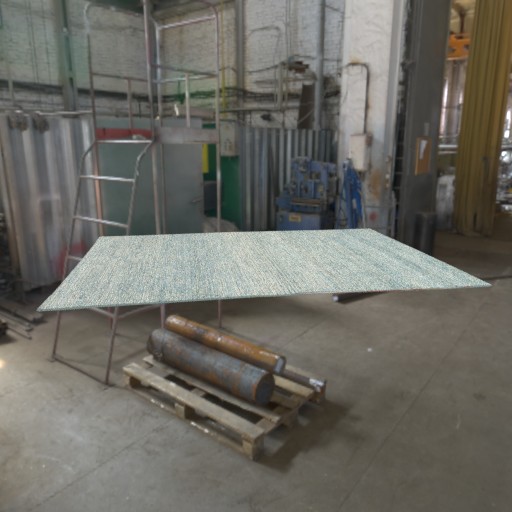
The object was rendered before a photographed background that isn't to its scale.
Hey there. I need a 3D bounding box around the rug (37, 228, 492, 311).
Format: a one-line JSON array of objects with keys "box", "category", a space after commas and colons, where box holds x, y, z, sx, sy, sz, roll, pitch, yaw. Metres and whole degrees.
[{"box": [0.000, 0.000, 2.913, 2.260, 0.026, 1.611, -2, 14, -9], "category": "rug"}]
